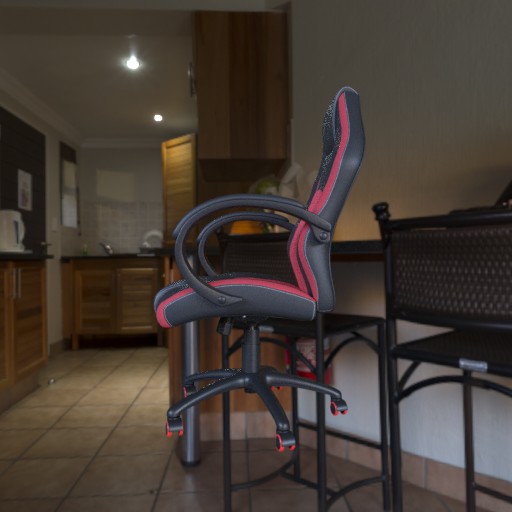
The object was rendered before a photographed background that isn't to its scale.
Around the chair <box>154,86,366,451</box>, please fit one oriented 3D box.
[{"bbox_3d":[0.000,0.000,1.659,0.724,1.187,0.673,0,1,-1],"label":"chair"}]
